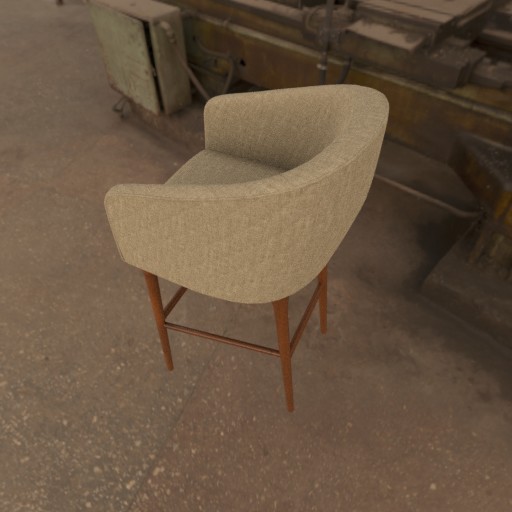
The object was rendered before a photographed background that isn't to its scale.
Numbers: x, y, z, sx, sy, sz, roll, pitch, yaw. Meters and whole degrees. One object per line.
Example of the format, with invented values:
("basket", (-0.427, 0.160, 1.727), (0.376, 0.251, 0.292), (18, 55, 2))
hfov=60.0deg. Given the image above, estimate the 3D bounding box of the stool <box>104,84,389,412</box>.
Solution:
("stool", (0.000, 0.000, 1.415), (0.607, 1.078, 0.559), (18, 49, 17))
